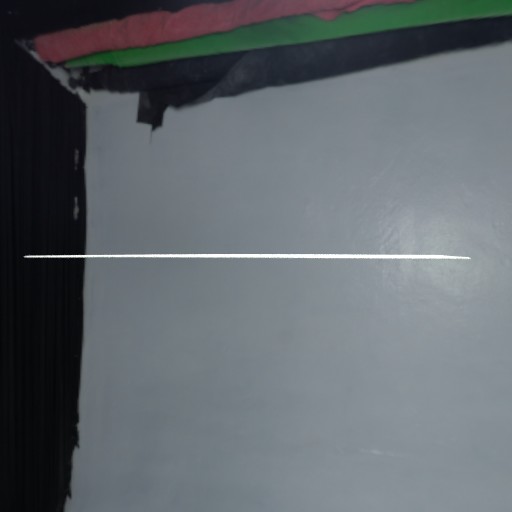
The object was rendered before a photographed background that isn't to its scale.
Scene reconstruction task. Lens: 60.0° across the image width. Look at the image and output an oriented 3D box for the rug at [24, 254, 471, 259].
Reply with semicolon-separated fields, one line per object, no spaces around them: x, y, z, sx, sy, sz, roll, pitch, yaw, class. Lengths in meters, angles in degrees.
0.000;0.000;3.004;2.435;0.012;1.529;0;0;18;rug
